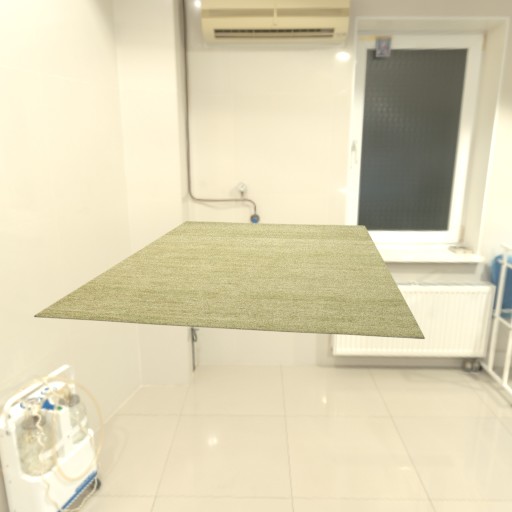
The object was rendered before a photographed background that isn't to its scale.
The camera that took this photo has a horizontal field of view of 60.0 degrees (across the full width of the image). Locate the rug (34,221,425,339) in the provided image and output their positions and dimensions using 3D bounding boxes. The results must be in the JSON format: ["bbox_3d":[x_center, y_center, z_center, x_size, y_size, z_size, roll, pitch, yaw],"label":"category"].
[{"bbox_3d":[0.000,0.000,2.872,1.606,0.017,2.270,2,15,7],"label":"rug"}]
